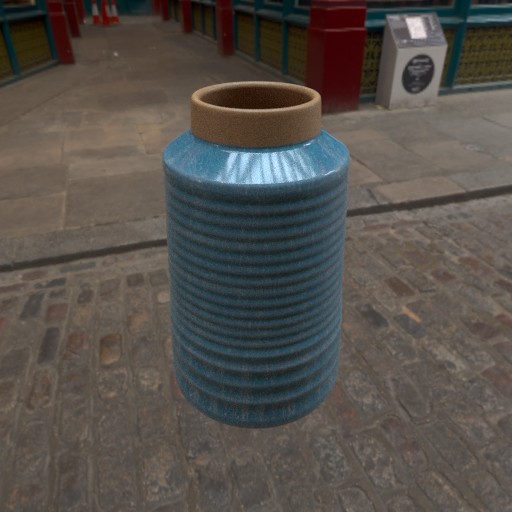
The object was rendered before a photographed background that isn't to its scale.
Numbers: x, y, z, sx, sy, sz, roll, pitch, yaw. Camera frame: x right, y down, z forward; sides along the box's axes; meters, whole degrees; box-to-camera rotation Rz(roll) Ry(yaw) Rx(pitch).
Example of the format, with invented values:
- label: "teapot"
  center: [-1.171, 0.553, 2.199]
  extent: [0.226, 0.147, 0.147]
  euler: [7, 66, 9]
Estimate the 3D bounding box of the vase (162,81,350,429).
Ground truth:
- label: "vase"
  center: [0.000, 0.000, 0.380]
  extent: [0.163, 0.267, 0.163]
  euler: [0, 32, 0]
